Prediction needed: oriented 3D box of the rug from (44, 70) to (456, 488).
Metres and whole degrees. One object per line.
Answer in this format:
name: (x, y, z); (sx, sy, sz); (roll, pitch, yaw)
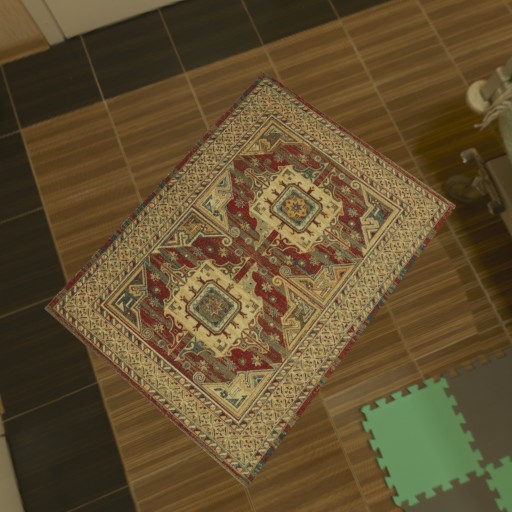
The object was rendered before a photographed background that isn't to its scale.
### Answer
rug: (0.000, 0.000, 4.159); (2.381, 0.013, 3.197); (38, 79, 9)
